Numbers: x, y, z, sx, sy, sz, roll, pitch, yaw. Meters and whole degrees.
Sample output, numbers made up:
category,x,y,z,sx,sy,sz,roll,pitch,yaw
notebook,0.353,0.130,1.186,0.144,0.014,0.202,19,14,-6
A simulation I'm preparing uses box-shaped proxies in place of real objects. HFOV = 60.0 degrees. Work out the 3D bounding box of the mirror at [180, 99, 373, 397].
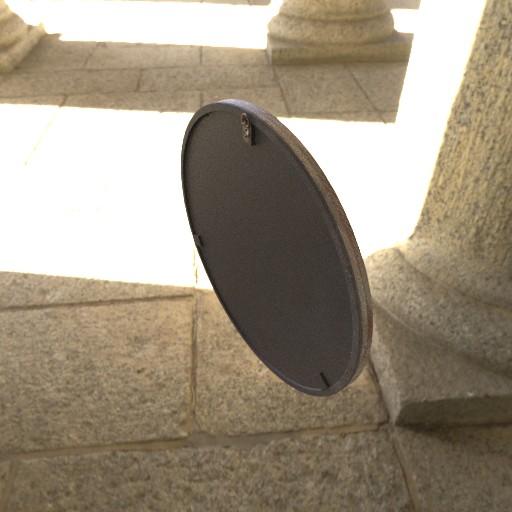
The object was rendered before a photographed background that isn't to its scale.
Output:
category,x,y,z,sx,sy,sz,roll,pitch,yaw
mirror,0.000,0.000,1.053,0.038,0.710,0.710,-24,47,-25
